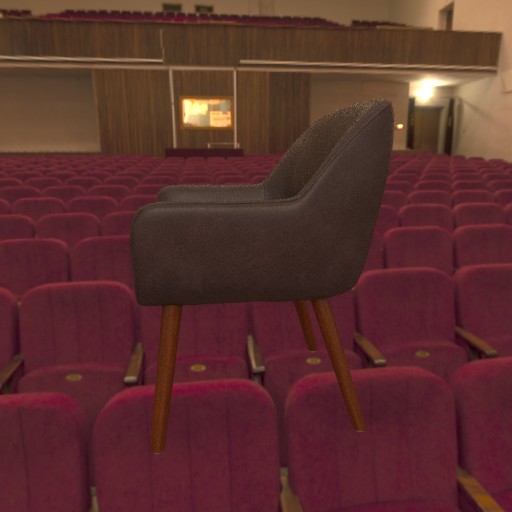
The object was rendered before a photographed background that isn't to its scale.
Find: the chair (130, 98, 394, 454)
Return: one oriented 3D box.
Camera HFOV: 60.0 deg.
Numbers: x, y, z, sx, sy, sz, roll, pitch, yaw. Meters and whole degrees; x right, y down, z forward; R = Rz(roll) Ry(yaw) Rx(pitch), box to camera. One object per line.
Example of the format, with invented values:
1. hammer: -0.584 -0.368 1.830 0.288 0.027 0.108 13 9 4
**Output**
1. chair: 0.000 0.000 1.260 0.610 0.828 0.610 -2 13 -7
